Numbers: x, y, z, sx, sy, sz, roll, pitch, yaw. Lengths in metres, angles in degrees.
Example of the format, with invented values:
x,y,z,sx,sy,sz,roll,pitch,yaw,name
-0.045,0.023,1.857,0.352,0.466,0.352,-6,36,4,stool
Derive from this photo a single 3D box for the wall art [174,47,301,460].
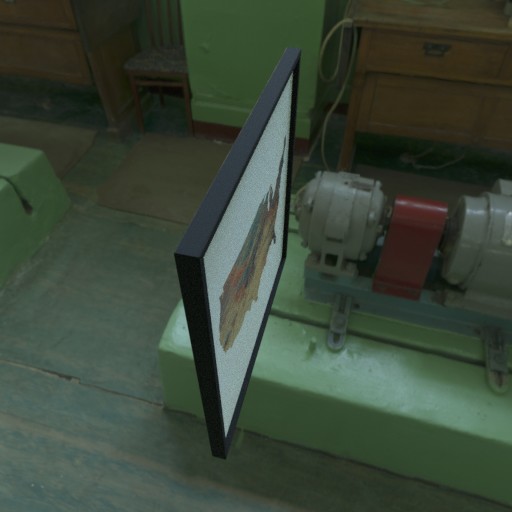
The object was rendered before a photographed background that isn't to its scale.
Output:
x,y,z,sx,sy,sz,roll,pitch,yaw,name
0.000,0.000,1.145,0.038,0.762,0.762,11,47,10,wall art
